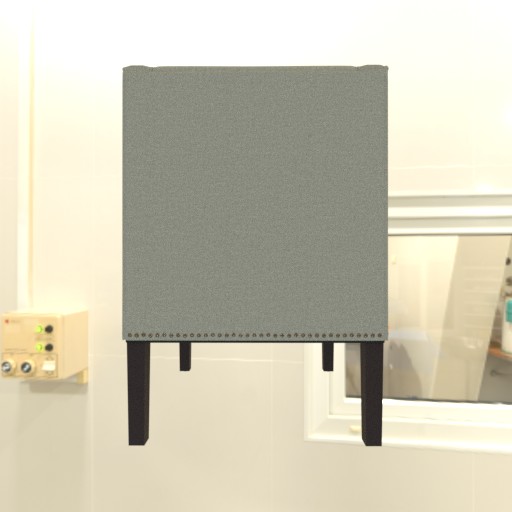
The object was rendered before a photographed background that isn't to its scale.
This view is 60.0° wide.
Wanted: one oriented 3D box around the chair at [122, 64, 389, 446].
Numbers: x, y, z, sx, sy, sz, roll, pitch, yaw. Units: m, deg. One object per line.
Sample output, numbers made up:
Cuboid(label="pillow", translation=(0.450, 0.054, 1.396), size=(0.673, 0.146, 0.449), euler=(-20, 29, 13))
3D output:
Cuboid(label="chair", translation=(0.000, 0.000, 1.346), size=(0.610, 0.864, 0.737), euler=(0, 0, 0))
